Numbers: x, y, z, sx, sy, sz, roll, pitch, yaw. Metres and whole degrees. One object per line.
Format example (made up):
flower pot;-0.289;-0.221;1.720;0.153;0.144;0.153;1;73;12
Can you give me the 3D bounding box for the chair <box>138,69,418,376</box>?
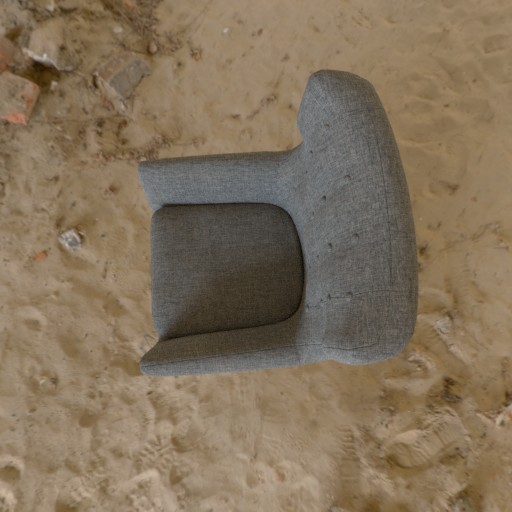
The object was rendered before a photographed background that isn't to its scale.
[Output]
chair;0.000;0.000;1.717;0.904;1.063;0.878;-4;75;-1
